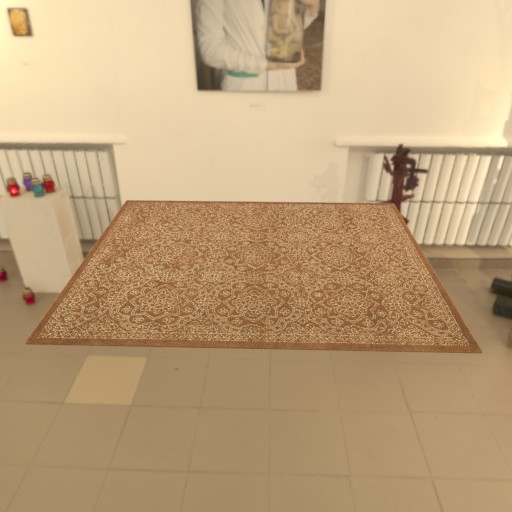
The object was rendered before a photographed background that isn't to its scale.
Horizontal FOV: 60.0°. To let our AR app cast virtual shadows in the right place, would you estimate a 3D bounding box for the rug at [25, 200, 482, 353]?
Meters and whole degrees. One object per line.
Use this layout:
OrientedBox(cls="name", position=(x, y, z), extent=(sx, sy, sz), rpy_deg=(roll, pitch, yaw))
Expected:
OrientedBox(cls="rug", position=(0.000, 0.000, 4.000), extent=(3.050, 0.015, 2.441), rpy_deg=(1, 30, 1))
